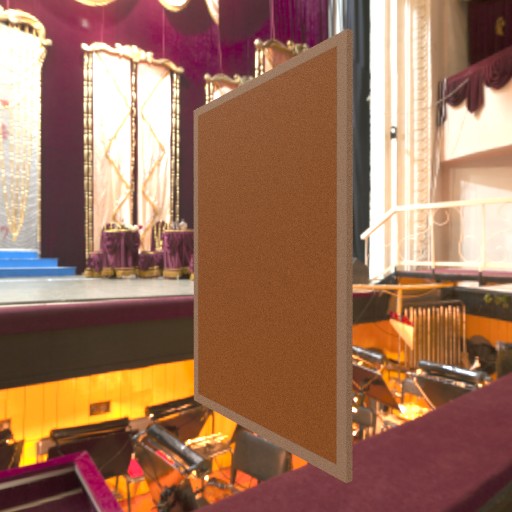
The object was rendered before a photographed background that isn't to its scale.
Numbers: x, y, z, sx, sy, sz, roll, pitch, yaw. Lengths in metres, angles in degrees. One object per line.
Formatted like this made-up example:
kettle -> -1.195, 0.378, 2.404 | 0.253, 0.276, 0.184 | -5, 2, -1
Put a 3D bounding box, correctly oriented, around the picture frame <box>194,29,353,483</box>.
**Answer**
picture frame -> 0.000, 0.000, 0.827 | 0.013, 0.657, 0.457 | 0, 0, -37
